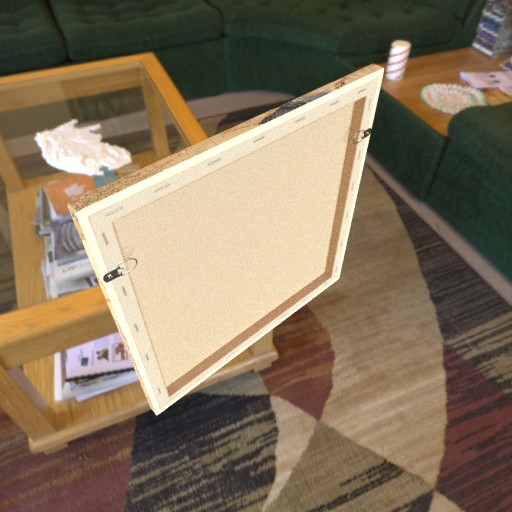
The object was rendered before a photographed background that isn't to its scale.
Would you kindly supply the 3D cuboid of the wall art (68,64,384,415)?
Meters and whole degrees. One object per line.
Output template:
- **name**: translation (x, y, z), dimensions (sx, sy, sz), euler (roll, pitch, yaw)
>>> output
- **wall art**: translation (0.000, 0.000, 1.362), dimensions (0.912, 0.914, 0.039), euler (-33, 55, -26)
